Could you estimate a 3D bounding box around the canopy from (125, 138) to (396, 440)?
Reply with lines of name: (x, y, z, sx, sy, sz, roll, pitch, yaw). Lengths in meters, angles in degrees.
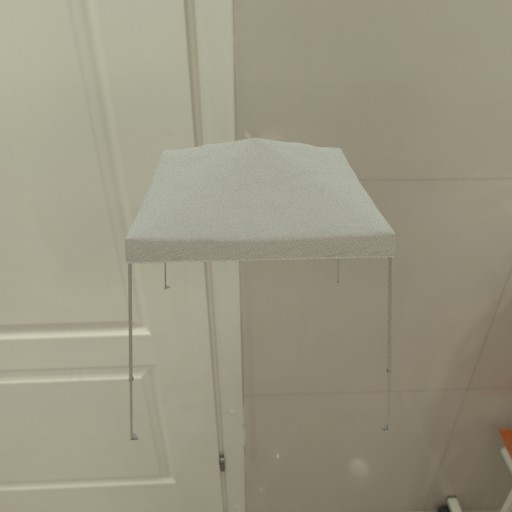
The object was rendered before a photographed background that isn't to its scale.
canopy: (0.000, 0.000, 5.299, 2.849, 2.849, 2.848, -1, 32, -2)
